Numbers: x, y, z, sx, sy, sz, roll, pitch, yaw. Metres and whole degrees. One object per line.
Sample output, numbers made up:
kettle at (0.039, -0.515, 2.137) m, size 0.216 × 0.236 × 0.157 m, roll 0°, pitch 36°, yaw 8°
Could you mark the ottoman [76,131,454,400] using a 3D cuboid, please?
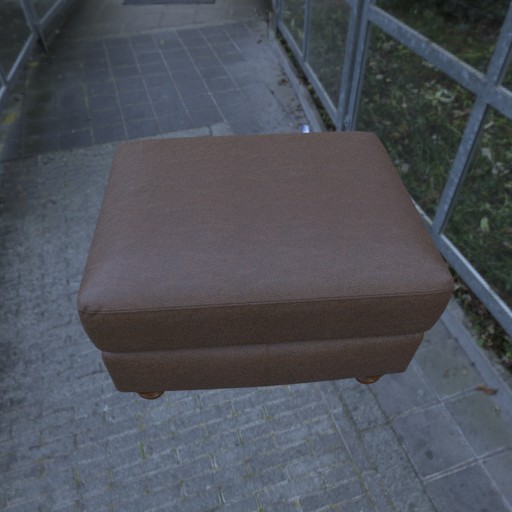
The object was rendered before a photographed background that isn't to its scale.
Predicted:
ottoman at (0.000, 0.000, 1.202) m, size 0.787 × 0.508 × 0.635 m, roll -3°, pitch 45°, yaw -3°
